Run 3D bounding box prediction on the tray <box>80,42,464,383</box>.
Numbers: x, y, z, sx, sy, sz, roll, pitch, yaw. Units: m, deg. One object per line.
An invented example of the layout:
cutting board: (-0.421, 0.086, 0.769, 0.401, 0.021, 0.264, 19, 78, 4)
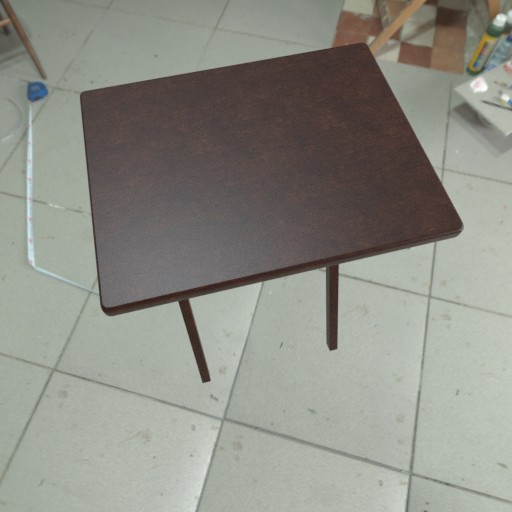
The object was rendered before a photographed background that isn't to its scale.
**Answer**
tray: (0.000, 0.000, 0.938, 0.483, 0.660, 0.381, -13, 64, -6)
